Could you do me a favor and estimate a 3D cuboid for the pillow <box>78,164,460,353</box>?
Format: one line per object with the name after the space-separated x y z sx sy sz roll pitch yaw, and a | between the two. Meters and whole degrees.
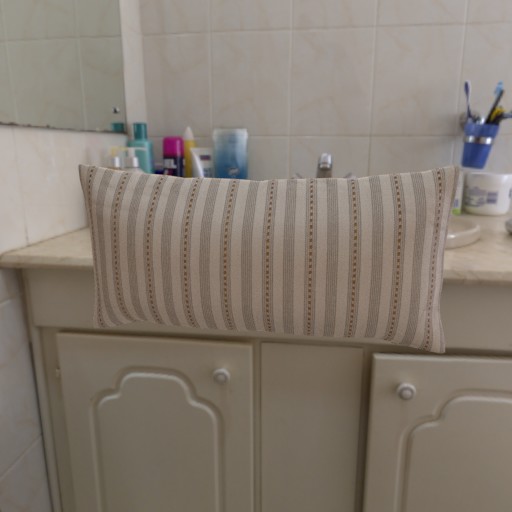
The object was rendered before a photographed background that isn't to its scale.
0.000 0.000 0.723 0.608 0.291 0.151 2 13 10 | pillow
